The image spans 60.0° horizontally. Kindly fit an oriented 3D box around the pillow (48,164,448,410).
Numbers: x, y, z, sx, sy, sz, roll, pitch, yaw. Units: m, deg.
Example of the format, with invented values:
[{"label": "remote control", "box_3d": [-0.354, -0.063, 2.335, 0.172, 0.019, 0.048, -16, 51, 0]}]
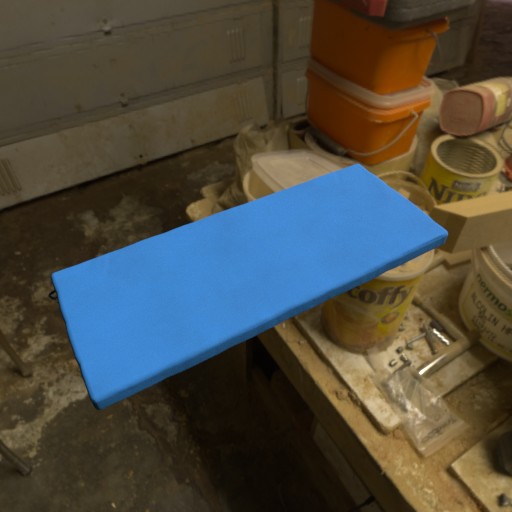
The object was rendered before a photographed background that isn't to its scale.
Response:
[{"label": "pillow", "box_3d": [0.000, 0.000, 1.371, 1.187, 0.081, 0.492, -22, 50, -20]}]
